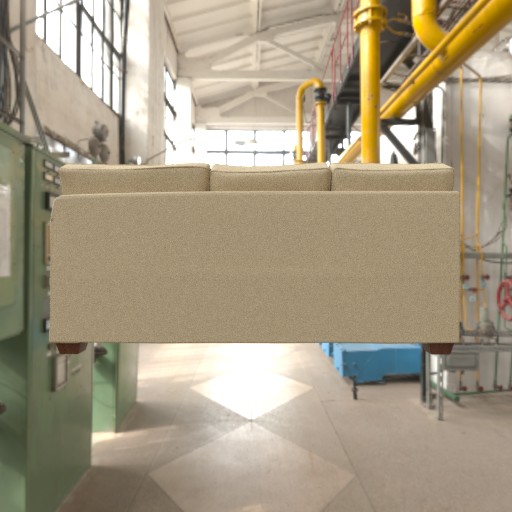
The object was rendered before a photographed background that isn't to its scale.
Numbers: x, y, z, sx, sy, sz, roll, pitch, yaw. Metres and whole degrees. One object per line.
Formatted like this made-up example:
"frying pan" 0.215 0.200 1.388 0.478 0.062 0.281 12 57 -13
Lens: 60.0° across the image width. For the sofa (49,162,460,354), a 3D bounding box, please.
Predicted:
"sofa" 0.000 0.000 2.584 1.963 0.946 1.034 0 0 0
